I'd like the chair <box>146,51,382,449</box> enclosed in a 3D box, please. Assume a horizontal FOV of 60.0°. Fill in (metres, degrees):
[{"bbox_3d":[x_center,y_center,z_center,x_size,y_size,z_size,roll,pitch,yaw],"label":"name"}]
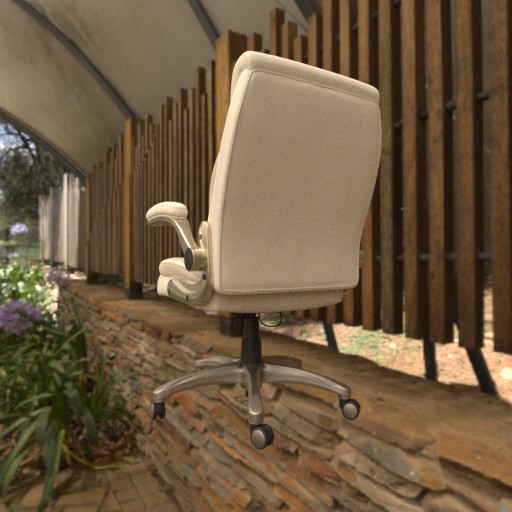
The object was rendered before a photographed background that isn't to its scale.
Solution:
[{"bbox_3d":[0.000,0.000,1.614,0.740,1.110,0.794,0,0,-36],"label":"chair"}]
